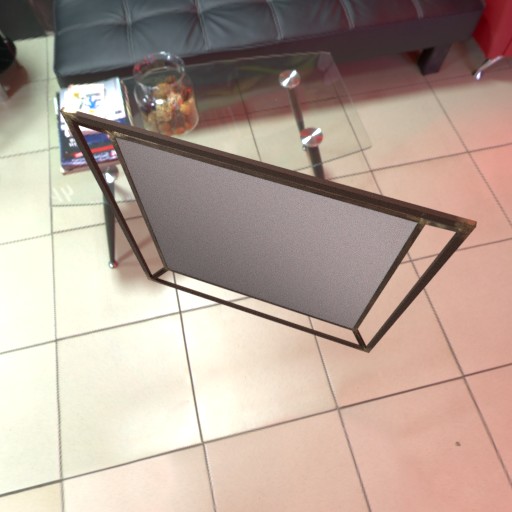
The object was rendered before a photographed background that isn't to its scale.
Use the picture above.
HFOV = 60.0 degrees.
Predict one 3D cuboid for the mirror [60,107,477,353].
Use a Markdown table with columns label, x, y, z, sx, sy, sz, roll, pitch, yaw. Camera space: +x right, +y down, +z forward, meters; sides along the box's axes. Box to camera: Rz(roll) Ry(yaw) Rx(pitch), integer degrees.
| label | x | y | z | sx | sy | sz | roll | pitch | yaw |
| --- | --- | --- | --- | --- | --- | --- | --- | --- | --- |
| mirror | 0.000 | 0.000 | 0.893 | 0.610 | 0.610 | 0.032 | 17 | 64 | 9 |
